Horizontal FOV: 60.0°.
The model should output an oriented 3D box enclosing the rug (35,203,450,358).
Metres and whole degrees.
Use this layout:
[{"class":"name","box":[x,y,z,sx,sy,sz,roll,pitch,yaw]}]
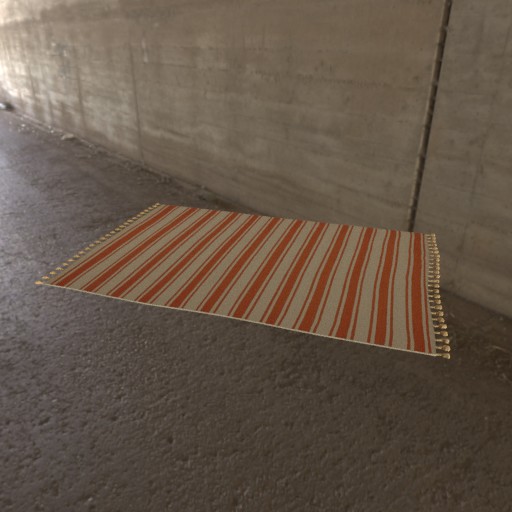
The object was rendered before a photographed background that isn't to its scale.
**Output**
[{"class":"rug","box":[0.000,0.000,3.083,2.433,0.022,1.556,8,27,16]}]
